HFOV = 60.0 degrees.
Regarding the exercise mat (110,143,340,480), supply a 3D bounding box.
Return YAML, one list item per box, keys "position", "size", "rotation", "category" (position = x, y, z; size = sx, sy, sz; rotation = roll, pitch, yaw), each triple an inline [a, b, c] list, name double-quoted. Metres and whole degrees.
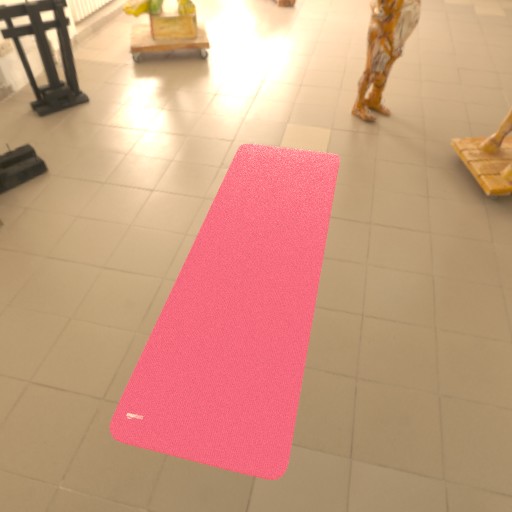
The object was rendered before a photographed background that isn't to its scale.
- position: [0.000, 0.000, 2.066]
  size: [0.616, 0.021, 1.884]
  rotation: [9, 46, 9]
  category: "exercise mat"
